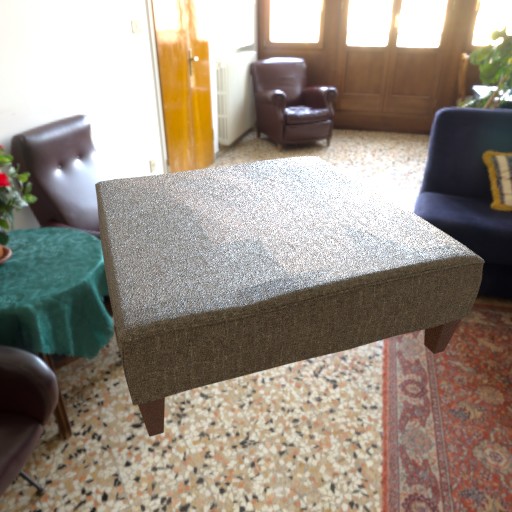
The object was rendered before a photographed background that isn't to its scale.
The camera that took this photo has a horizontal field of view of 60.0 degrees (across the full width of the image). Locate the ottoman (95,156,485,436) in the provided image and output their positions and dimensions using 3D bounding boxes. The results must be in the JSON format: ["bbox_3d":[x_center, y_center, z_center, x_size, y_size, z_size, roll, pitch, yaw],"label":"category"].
[{"bbox_3d":[0.000,0.000,1.525,0.981,0.379,1.016,-10,31,-18],"label":"ottoman"}]
